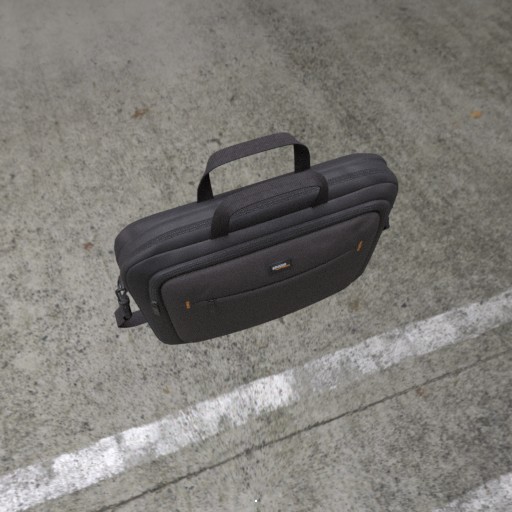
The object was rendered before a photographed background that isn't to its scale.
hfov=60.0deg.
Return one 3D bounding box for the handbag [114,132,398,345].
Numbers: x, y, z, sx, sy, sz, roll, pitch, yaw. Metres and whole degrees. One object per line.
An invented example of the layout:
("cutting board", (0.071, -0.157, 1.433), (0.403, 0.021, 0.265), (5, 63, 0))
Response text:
("handbag", (0.000, 0.000, 0.438), (0.320, 0.244, 0.089), (-19, 63, -10))
